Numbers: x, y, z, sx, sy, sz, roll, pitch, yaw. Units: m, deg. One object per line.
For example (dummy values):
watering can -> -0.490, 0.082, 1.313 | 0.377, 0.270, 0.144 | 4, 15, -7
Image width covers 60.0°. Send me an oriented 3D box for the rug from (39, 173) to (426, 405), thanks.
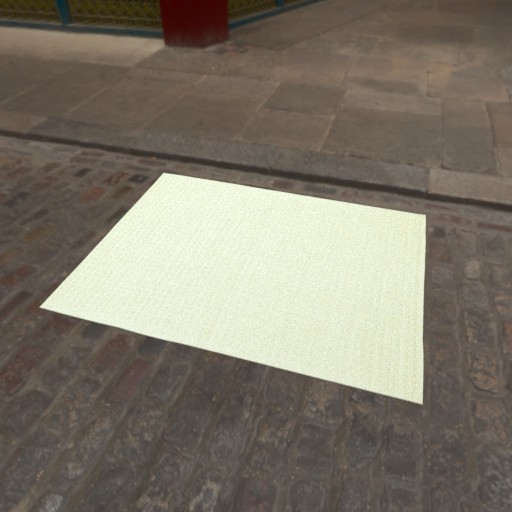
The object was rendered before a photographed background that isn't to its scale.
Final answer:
rug -> 0.000, 0.000, 4.379 | 3.204, 0.016, 2.452 | 11, 41, 13
